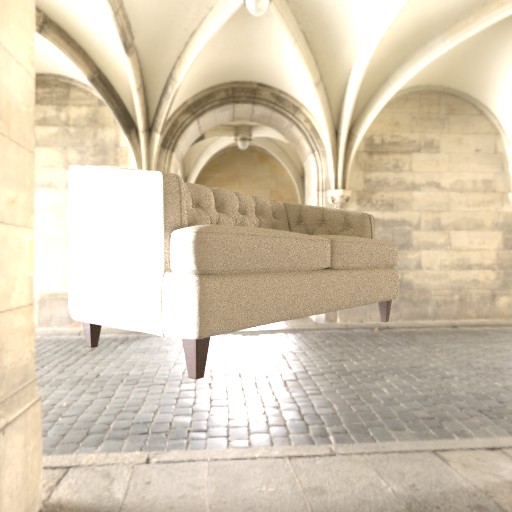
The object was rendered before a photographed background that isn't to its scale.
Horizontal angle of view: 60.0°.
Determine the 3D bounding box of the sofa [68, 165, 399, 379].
[{"bbox_3d":[0.000,0.000,2.271,0.941,0.855,1.733,0,-1,37],"label":"sofa"}]
